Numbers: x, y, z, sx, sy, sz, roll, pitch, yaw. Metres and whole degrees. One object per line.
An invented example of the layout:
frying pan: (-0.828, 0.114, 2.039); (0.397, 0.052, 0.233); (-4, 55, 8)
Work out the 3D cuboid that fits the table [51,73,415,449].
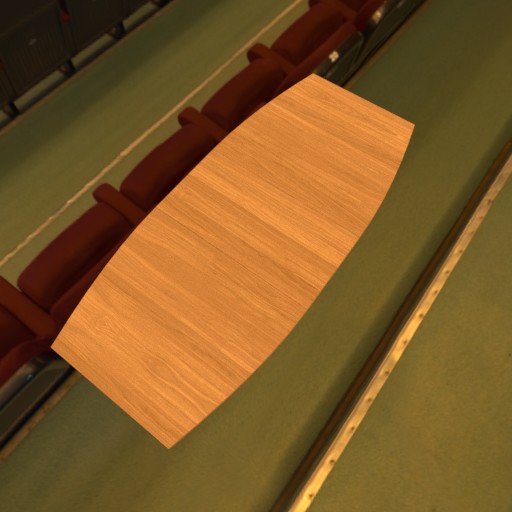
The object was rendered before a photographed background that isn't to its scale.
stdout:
table: (0.000, 0.000, 2.494); (0.900, 0.750, 2.032); (34, 68, 15)
